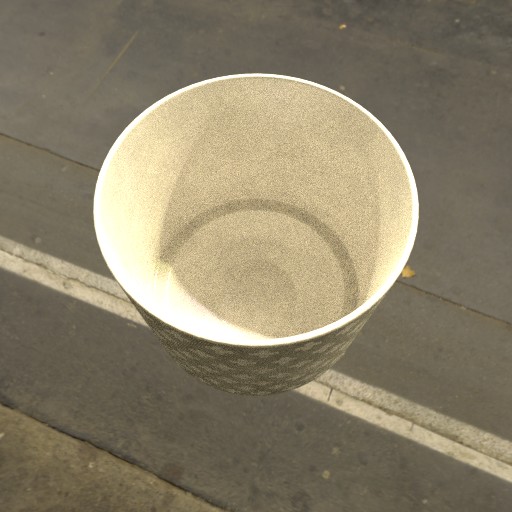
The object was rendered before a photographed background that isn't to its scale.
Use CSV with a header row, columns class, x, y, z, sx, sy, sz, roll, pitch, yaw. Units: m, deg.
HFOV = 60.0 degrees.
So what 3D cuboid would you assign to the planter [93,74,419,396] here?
class,x,y,z,sx,sy,sz,roll,pitch,yaw
planter,0.000,0.000,0.451,0.250,0.239,0.250,0,64,0
